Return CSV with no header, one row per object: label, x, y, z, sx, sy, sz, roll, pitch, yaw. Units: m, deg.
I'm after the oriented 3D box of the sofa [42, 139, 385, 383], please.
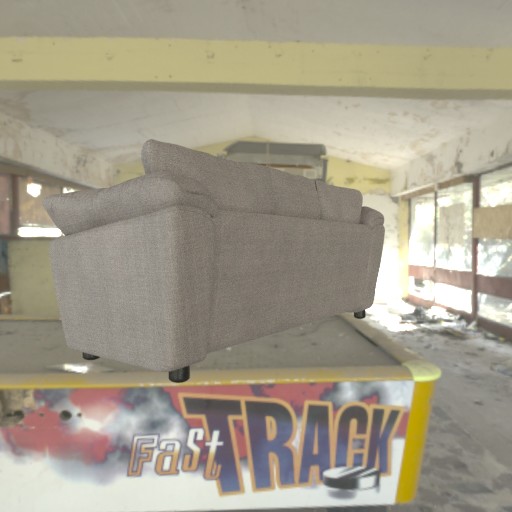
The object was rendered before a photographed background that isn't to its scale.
sofa,0.000,0.000,2.778,0.878,0.996,2.334,1,2,36
